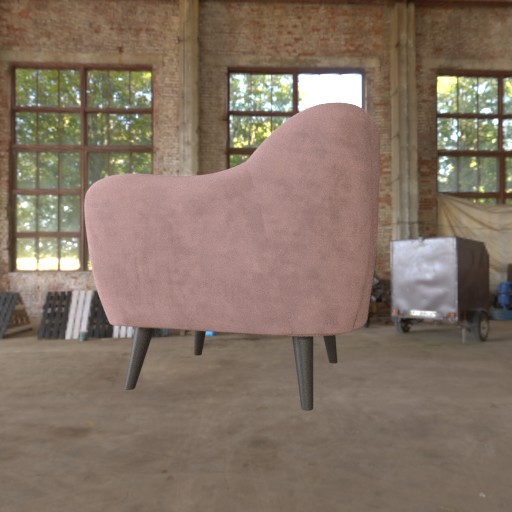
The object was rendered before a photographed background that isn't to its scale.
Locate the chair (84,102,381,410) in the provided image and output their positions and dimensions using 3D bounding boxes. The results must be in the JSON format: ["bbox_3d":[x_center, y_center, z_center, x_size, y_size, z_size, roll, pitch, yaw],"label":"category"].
[{"bbox_3d":[0.000,0.000,1.515,0.820,0.820,0.840,0,0,17],"label":"chair"}]
